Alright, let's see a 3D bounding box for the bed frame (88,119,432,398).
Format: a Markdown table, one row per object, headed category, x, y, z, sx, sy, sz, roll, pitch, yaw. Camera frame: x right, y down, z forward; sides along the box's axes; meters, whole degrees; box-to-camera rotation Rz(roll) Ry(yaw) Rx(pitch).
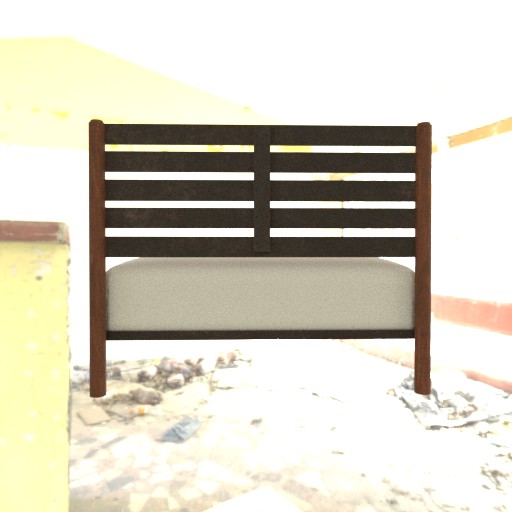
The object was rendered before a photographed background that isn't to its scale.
| category | x | y | z | sx | sy | sz | roll | pitch | yaw |
| --- | --- | --- | --- | --- | --- | --- | --- | --- | --- |
| bed frame | 0.000 | 0.000 | 3.227 | 1.655 | 1.321 | 2.234 | 0 | 1 | -1 |
